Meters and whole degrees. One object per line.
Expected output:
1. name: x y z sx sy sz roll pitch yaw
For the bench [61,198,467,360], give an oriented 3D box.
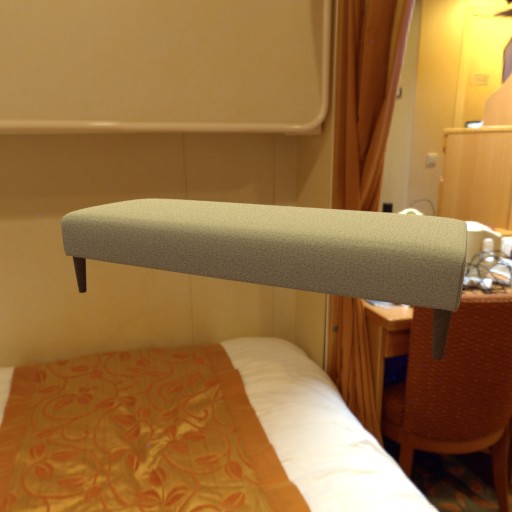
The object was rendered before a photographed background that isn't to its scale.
1. bench: 0.000 0.000 1.880 1.598 0.383 0.631 7 16 24
